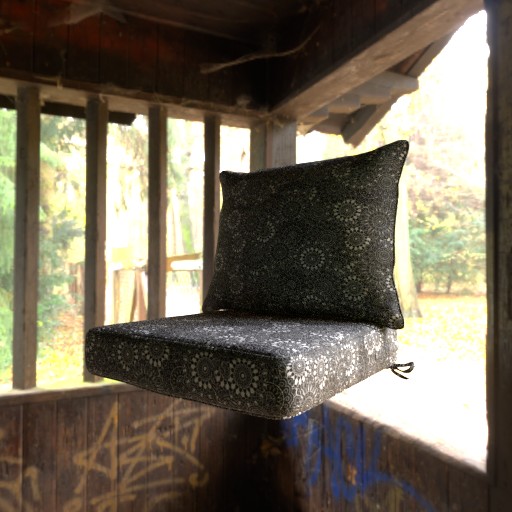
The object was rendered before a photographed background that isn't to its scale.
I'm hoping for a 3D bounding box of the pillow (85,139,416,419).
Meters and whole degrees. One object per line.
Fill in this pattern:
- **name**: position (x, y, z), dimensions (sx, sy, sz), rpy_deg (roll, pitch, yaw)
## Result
- **pillow**: position (0.000, 0.000, 1.341), dimensions (0.798, 0.722, 0.740), rpy_deg (-1, -1, 36)
